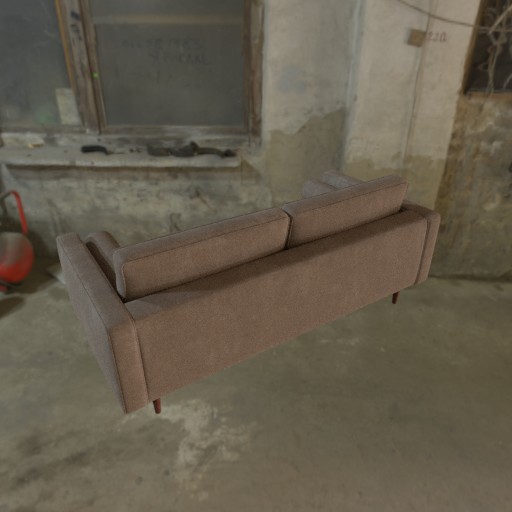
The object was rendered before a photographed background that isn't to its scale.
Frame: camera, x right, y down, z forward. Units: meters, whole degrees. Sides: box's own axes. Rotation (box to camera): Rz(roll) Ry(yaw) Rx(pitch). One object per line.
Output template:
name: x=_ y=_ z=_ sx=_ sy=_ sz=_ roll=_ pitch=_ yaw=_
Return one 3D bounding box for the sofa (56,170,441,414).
sofa: x=0.000 y=0.000 z=2.419 sx=1.883 sy=0.769 sz=0.920 roll=-18 pitch=35 yaw=-28
